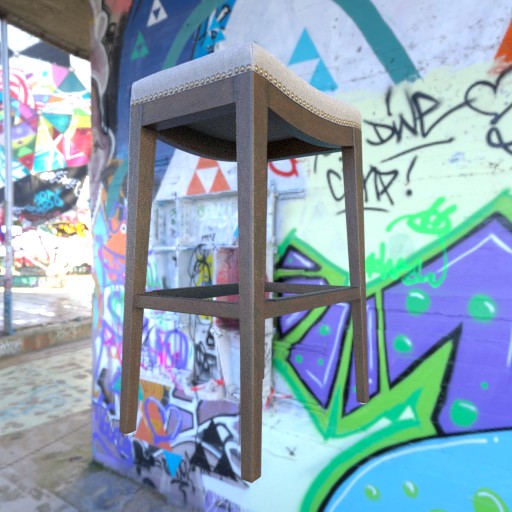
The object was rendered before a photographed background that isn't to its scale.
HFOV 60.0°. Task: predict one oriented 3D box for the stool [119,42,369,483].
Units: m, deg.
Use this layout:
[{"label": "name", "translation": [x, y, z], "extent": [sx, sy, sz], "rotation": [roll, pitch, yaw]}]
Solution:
[{"label": "stool", "translation": [0.000, 0.000, 1.043], "extent": [0.356, 0.762, 0.508], "rotation": [0, 1, 36]}]
